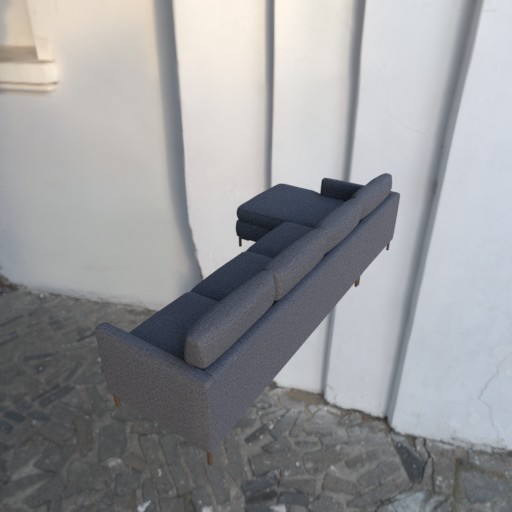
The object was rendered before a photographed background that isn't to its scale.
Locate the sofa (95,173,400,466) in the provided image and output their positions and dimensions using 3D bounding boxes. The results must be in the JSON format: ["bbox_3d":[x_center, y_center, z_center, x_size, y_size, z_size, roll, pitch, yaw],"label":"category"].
[{"bbox_3d":[0.000,0.000,2.917,1.125,0.673,2.445,18,34,28],"label":"sofa"}]
